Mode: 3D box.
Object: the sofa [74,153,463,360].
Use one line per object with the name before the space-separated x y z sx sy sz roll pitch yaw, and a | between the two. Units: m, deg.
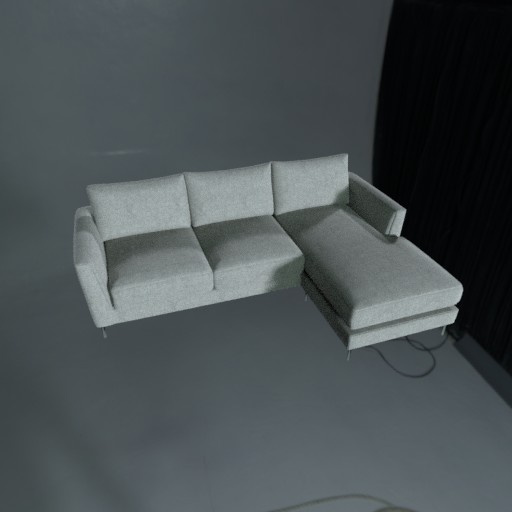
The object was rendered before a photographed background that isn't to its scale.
sofa | 0.000 0.000 3.226 2.438 0.864 1.626 -10 33 -16
